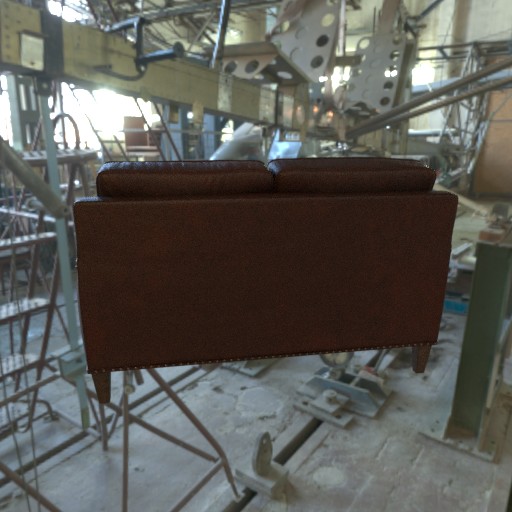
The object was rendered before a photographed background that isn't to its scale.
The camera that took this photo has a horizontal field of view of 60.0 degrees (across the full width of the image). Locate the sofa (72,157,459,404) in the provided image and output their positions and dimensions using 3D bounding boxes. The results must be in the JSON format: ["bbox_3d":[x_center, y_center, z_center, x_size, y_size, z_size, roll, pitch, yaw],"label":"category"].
[{"bbox_3d":[0.000,0.000,2.271,1.628,1.003,1.083,-2,14,-10],"label":"sofa"}]
